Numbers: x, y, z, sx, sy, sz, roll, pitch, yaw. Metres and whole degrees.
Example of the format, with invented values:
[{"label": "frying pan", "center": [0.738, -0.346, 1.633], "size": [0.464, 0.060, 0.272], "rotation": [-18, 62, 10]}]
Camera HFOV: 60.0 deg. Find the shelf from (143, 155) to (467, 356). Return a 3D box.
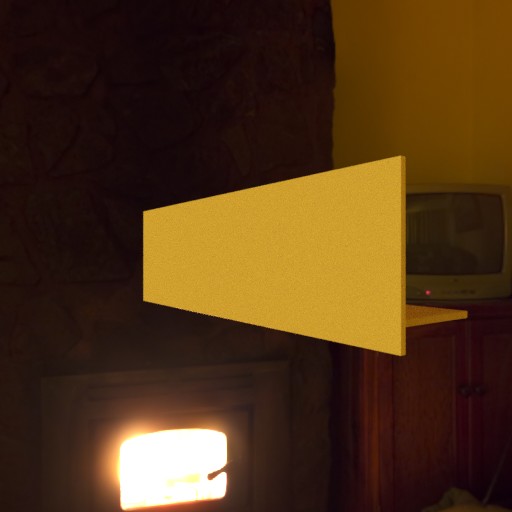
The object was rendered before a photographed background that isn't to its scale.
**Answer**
[{"label": "shelf", "center": [0.000, 0.000, 1.135], "size": [0.200, 0.300, 1.020], "rotation": [0, 0, -36]}]
